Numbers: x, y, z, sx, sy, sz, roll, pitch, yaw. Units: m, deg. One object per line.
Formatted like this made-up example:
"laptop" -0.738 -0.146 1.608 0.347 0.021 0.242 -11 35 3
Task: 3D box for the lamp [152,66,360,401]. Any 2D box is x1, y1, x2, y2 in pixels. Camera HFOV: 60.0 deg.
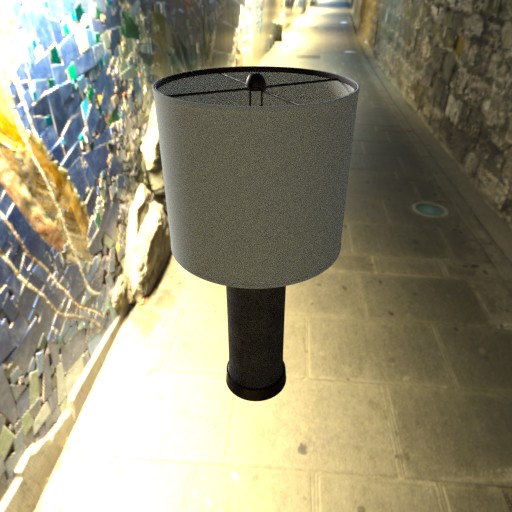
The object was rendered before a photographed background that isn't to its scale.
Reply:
"lamp" 0.000 0.000 0.813 0.301 0.630 0.301 10 33 16
